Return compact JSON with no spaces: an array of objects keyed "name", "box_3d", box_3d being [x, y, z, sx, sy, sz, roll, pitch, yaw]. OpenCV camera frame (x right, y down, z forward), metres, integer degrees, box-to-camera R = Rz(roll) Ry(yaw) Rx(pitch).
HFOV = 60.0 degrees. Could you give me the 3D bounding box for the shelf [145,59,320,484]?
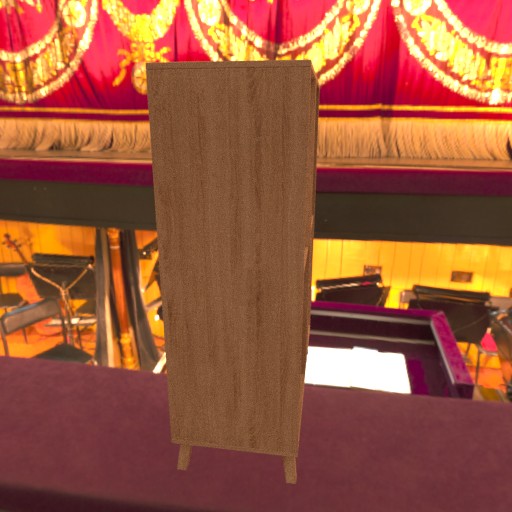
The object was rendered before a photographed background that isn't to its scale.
[{"name":"shelf","box_3d":[0.000,0.000,1.849,0.450,1.390,1.000,3,18,9]}]
